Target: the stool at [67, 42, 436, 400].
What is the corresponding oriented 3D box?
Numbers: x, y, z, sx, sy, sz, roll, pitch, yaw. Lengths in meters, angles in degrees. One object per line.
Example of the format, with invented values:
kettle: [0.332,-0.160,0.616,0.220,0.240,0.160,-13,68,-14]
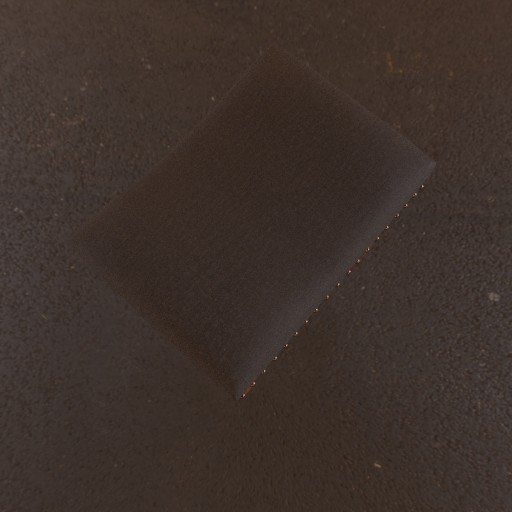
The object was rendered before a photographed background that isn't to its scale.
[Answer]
stool: [0.000,0.000,0.859,0.320,0.612,0.439,41,79,10]
